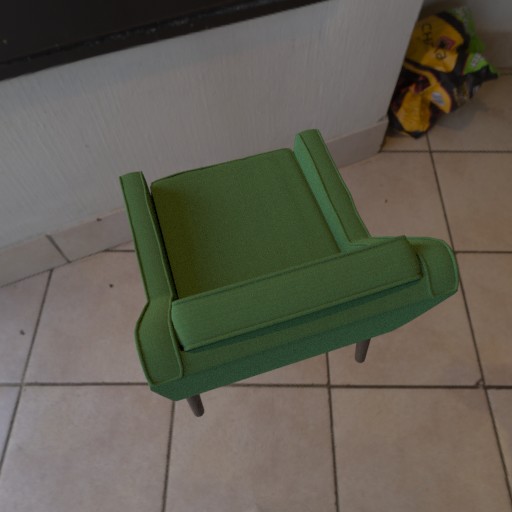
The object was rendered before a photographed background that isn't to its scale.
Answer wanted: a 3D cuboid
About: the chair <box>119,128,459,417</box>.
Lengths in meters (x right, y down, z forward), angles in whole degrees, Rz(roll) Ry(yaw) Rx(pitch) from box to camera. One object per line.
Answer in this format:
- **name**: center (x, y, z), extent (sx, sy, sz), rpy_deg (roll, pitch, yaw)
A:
- **chair**: center (0.000, 0.000, 1.302), extent (0.663, 0.792, 0.743), rpy_deg (-16, 62, -9)
